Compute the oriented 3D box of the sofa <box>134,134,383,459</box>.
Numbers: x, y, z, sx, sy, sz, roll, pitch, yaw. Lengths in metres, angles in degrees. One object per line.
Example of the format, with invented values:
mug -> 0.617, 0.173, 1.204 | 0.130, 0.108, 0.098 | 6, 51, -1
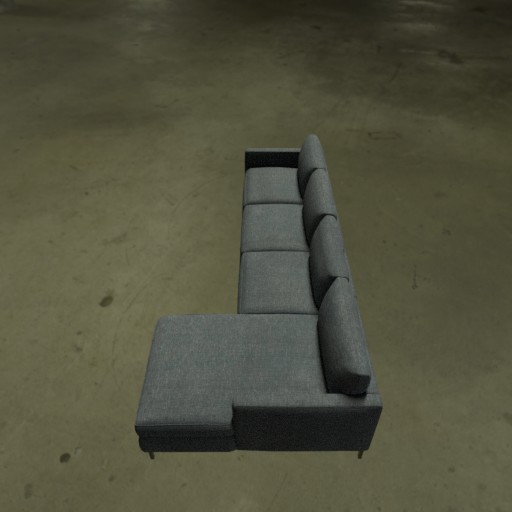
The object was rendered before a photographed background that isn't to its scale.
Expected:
sofa -> 0.000, 0.000, 3.512 | 1.350, 0.810, 2.932 | 0, 41, 0
